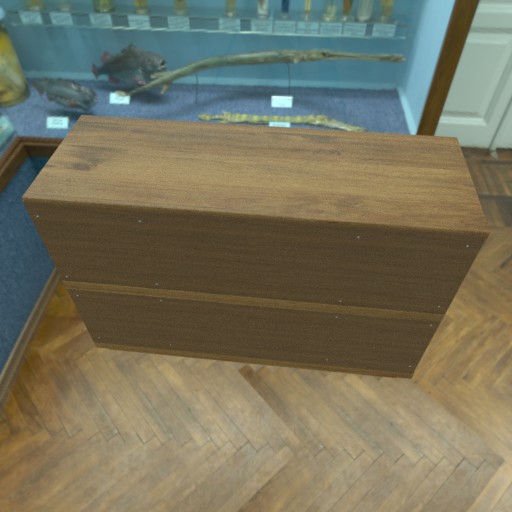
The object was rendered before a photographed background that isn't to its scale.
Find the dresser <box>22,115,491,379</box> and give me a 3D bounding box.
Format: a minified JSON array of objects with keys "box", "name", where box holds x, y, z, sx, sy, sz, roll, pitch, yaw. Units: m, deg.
[{"box":[0.000,0.000,1.638,1.261,0.825,0.479,5,48,4],"name":"dresser"}]
